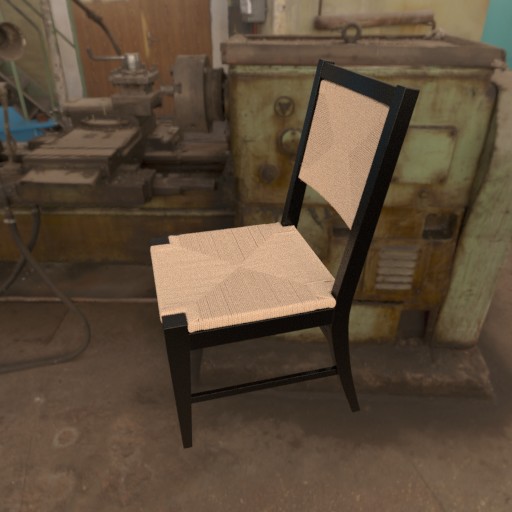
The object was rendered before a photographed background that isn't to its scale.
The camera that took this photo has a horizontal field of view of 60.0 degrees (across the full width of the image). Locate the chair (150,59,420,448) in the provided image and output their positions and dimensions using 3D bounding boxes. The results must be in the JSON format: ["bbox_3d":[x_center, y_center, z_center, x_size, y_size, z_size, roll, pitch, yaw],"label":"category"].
[{"bbox_3d":[0.000,0.000,1.212,0.552,0.927,0.437,-8,32,-13],"label":"chair"}]
